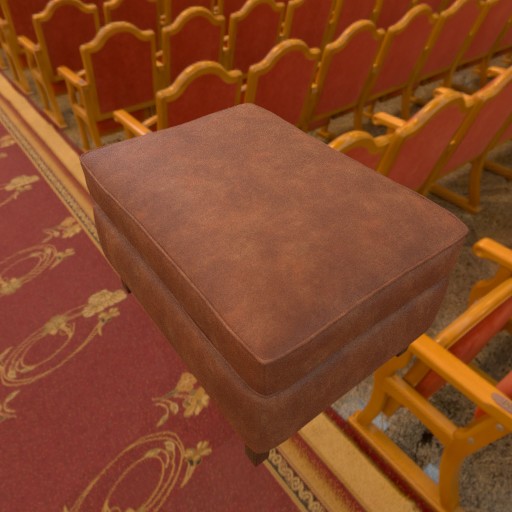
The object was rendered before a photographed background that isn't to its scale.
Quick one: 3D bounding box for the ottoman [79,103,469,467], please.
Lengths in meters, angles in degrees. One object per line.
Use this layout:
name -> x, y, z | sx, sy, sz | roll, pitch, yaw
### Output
ottoman -> 0.000, 0.000, 0.959 | 0.501, 0.418, 0.665 | -27, 49, -26
